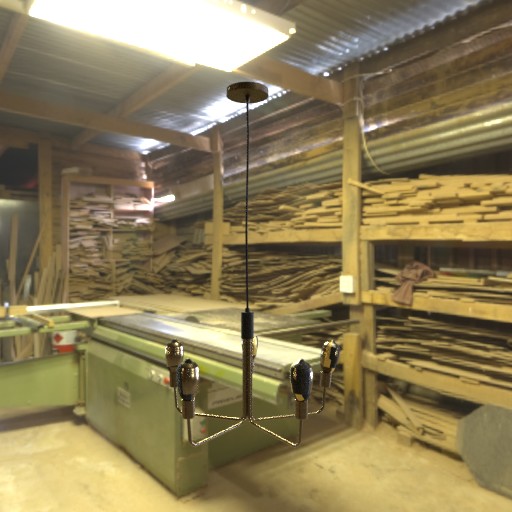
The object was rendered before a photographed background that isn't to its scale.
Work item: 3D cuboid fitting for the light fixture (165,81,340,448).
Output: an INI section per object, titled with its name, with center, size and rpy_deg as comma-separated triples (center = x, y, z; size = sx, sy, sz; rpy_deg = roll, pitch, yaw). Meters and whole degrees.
[light fixture]
center = 0.000, 0.000, 1.397
size = 0.588, 1.059, 0.532
rpy_deg = 0, -1, -35
